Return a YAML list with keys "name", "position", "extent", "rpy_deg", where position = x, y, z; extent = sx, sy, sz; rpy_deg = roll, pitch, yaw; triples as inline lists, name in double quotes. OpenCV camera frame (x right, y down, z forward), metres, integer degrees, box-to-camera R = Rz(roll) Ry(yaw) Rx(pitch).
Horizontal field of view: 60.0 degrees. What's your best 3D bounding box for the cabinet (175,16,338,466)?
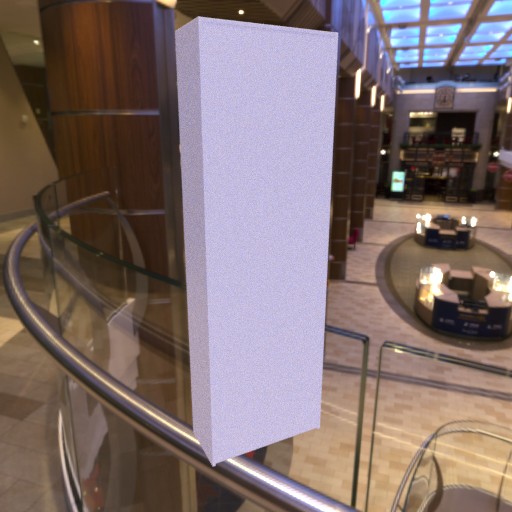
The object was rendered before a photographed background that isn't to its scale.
- name: "cabinet"
  position: [0.000, 0.000, 1.779]
  extent: [0.520, 1.630, 0.255]
  rpy_deg: [-8, 18, -26]
